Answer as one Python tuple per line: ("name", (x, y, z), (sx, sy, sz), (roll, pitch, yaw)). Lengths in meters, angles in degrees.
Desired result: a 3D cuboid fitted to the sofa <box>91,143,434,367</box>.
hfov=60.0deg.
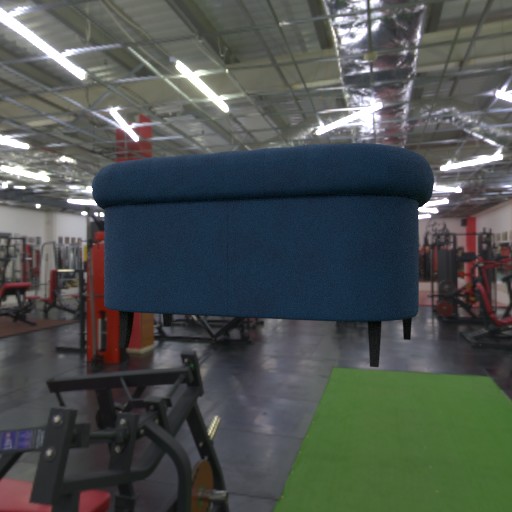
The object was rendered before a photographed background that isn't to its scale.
("sofa", (0.000, 0.000, 2.067), (1.558, 0.827, 0.835), (0, 0, 18))
